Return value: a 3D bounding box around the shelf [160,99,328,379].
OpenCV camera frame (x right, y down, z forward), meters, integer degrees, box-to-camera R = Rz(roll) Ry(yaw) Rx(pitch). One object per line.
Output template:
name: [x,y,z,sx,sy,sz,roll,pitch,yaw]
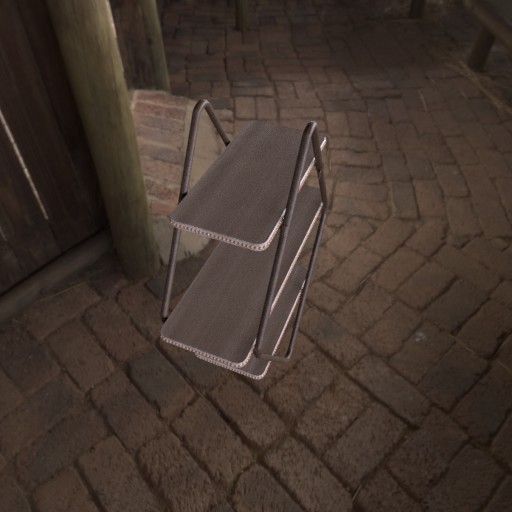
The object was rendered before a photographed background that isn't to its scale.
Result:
shelf: [0.000,0.000,1.092,0.234,0.774,0.609,16,48,15]
